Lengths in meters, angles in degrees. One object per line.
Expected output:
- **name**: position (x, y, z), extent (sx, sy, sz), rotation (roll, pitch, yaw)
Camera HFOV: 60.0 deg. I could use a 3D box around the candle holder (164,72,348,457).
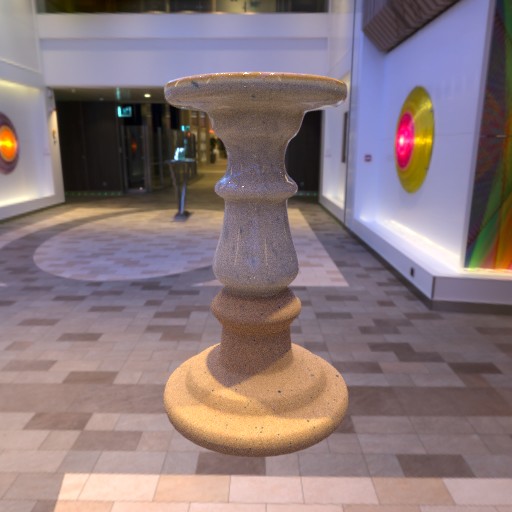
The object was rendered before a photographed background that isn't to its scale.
- **candle holder**: position (0.000, 0.000, 0.279), extent (0.123, 0.202, 0.123), rotation (0, 14, 0)
